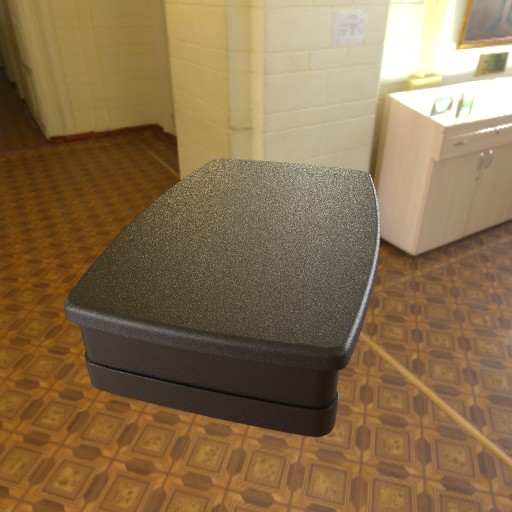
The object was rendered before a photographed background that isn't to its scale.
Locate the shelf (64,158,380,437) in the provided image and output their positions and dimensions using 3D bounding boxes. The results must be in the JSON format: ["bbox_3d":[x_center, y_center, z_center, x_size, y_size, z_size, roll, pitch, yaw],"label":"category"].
[{"bbox_3d":[0.000,0.000,0.533,0.280,0.100,0.410,8,32,13],"label":"shelf"}]
